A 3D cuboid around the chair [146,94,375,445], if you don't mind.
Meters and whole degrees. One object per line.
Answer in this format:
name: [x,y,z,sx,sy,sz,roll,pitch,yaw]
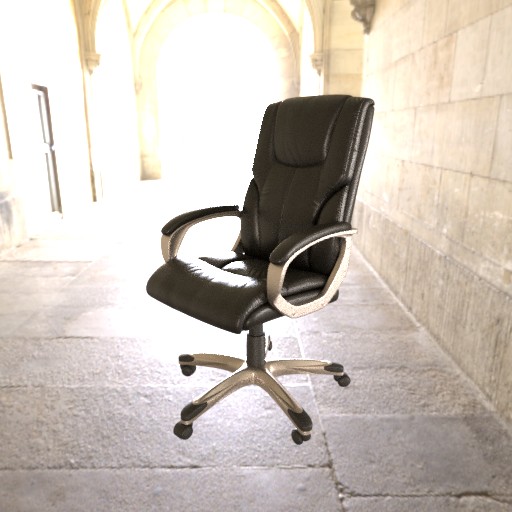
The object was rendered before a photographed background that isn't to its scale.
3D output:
chair: [0.000,0.000,1.625,0.700,1.145,0.780,15,21,42]
